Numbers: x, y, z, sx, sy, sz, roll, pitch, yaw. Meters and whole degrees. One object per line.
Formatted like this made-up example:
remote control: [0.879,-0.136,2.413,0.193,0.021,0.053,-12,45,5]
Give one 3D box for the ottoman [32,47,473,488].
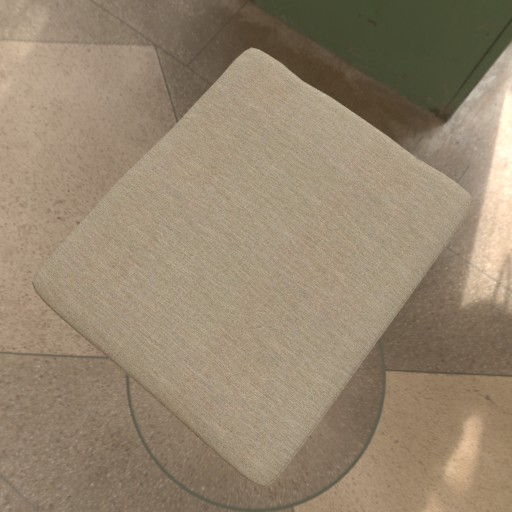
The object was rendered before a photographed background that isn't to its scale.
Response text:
ottoman: [0.000,0.000,1.391,0.836,0.492,0.976,38,79,9]
